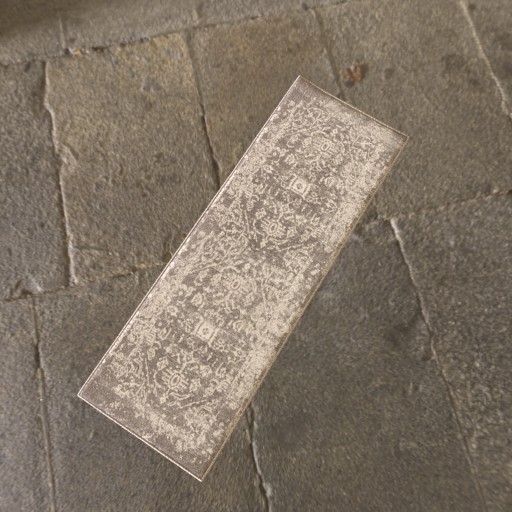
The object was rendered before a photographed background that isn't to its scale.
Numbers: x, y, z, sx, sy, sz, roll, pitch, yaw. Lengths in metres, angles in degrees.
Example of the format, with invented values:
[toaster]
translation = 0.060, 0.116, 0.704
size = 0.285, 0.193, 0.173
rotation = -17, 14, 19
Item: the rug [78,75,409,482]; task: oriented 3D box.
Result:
[rug]
translation = 0.000, 0.000, 2.702
size = 0.855, 0.017, 2.452
rotation = 31, 78, 7
